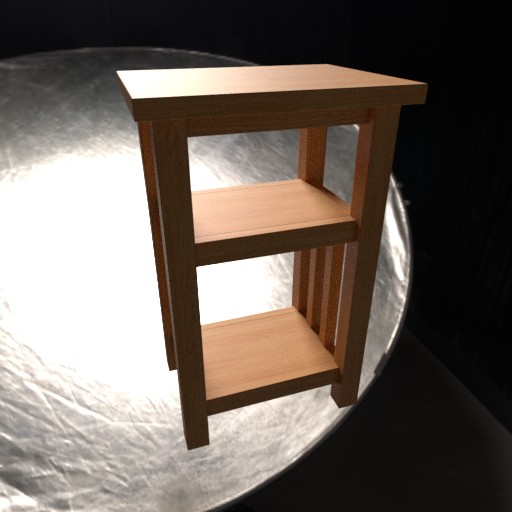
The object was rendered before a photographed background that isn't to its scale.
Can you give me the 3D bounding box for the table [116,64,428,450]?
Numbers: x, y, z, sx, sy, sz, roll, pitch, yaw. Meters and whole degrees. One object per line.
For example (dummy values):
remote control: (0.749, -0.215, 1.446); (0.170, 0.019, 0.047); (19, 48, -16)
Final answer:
table: (0.000, 0.000, 0.729); (0.350, 0.550, 0.270); (-9, 30, -16)
